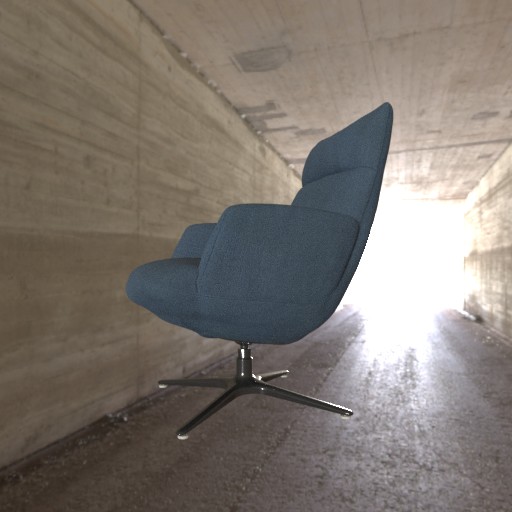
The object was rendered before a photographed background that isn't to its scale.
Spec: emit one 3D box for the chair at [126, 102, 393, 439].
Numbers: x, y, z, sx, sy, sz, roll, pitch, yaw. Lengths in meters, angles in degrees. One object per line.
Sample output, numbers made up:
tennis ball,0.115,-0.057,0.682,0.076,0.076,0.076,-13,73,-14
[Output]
chair,0.000,0.000,1.579,0.889,1.016,0.711,0,-1,-18
